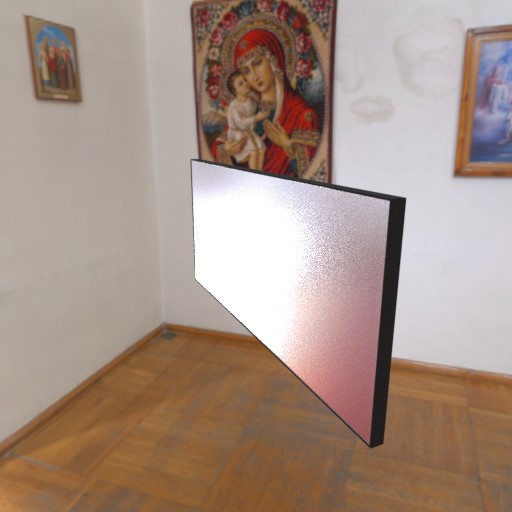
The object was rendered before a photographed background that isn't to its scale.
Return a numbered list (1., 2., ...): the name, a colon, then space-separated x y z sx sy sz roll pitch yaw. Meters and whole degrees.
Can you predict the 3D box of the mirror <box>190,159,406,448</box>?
1. mirror: 0.000 0.000 1.825 0.047 0.692 1.584 -7 18 -24
